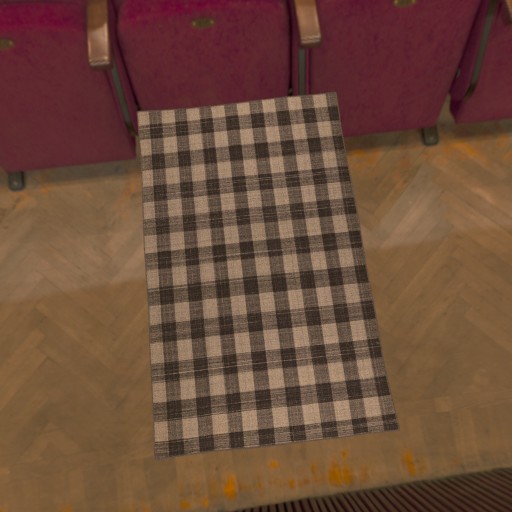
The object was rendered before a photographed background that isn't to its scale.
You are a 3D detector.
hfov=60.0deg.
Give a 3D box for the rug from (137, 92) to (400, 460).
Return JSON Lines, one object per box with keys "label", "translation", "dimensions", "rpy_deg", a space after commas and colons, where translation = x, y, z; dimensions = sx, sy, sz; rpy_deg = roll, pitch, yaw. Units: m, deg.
{"label": "rug", "translation": [0.000, 0.000, 3.094], "dimensions": [1.554, 0.011, 2.476], "rpy_deg": [-6, 75, -2]}
